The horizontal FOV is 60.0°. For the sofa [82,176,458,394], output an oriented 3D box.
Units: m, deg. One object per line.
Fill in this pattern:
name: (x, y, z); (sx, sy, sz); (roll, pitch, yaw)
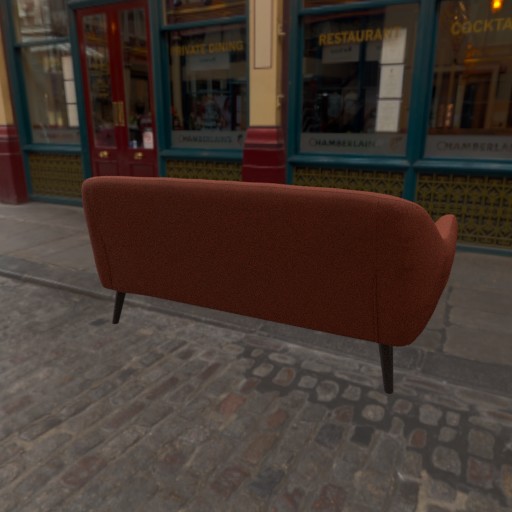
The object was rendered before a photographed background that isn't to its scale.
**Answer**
sofa: (0.000, 0.000, 2.273); (1.840, 0.836, 0.820); (8, 17, 26)
